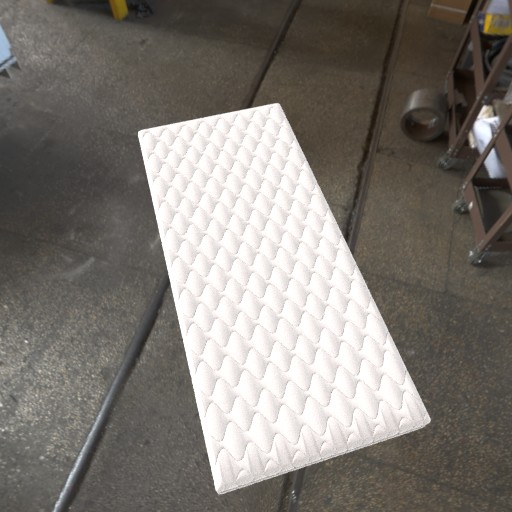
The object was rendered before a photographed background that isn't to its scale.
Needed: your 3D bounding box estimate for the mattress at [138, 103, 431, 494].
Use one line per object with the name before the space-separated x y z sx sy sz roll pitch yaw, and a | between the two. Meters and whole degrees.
mattress | 0.000 0.000 2.287 0.900 0.200 2.000 -14 59 -9
